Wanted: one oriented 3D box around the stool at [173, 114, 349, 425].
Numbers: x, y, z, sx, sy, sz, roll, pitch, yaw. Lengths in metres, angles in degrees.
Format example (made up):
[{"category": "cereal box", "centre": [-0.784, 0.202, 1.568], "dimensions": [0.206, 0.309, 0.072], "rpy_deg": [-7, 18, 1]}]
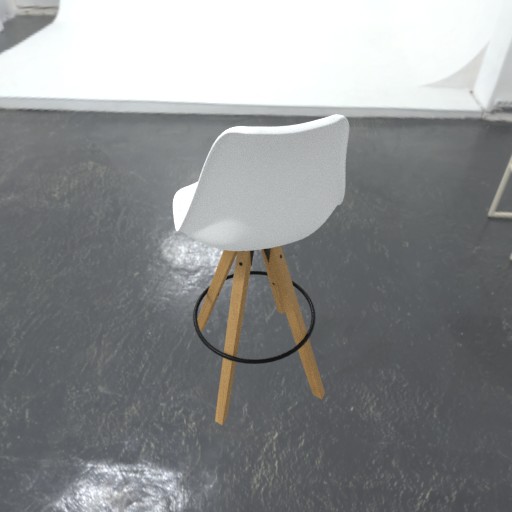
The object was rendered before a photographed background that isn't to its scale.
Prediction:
[{"category": "stool", "centre": [0.000, 0.000, 1.425], "dimensions": [0.482, 1.115, 0.549], "rpy_deg": [-10, 42, -12]}]
